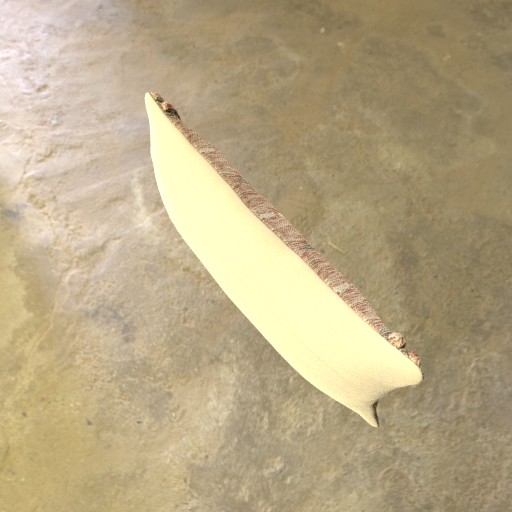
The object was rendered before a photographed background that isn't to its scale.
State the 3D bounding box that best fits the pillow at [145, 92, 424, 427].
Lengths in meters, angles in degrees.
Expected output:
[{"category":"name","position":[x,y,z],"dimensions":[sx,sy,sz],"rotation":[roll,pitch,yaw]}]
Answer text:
[{"category":"pillow","position":[0.000,0.000,0.738],"dimensions":[0.139,0.282,0.635],"rotation":[-34,65,-18]}]
